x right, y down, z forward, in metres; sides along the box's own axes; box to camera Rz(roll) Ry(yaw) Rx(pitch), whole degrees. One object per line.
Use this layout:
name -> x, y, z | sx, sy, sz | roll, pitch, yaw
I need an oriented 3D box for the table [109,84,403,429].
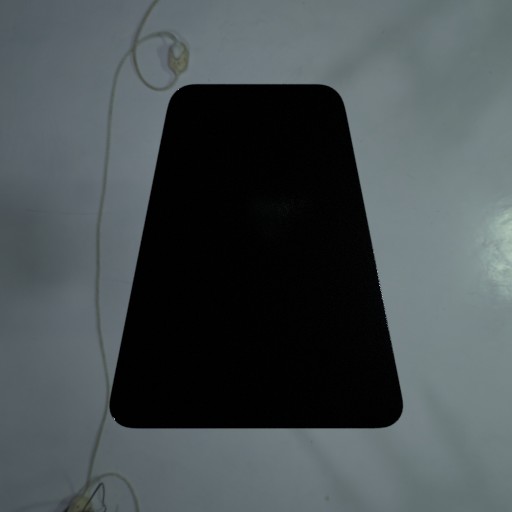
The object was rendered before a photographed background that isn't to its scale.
table -> 0.000, 0.000, 0.953 | 0.427, 0.624, 0.500 | 0, 90, 0
